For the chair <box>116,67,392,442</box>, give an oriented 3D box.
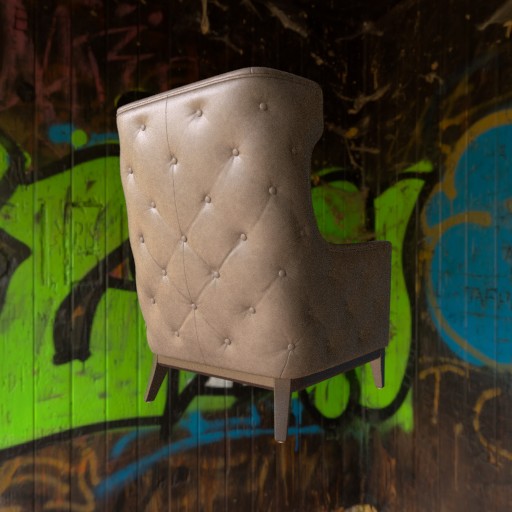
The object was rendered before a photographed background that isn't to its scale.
[{"bbox_3d":[0.000,0.000,1.682,0.769,1.079,0.899,0,0,36],"label":"chair"}]
